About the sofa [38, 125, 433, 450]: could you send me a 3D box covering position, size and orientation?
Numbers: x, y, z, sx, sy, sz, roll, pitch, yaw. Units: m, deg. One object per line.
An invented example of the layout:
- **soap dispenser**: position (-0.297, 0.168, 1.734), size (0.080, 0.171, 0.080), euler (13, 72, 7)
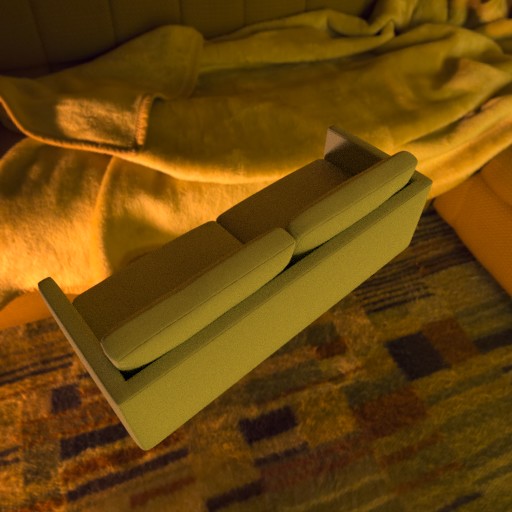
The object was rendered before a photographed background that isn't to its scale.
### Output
- **sofa**: position (0.000, 0.000, 2.921), size (2.434, 0.965, 0.948), euler (-33, 57, -25)
